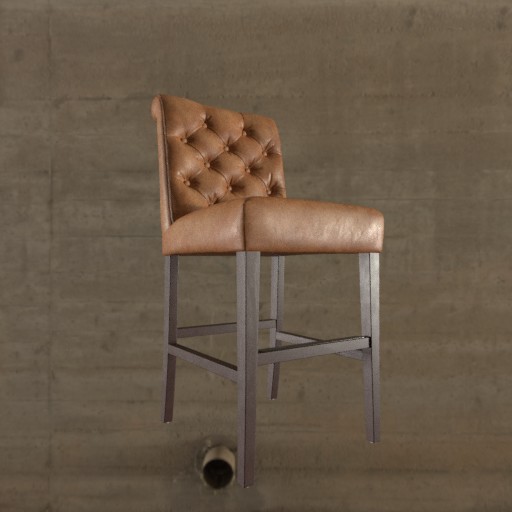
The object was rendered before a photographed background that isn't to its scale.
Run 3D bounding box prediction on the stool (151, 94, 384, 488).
[{"bbox_3d":[0.000,0.000,1.353,0.493,1.047,0.601,0,-1,-34],"label":"stool"}]
